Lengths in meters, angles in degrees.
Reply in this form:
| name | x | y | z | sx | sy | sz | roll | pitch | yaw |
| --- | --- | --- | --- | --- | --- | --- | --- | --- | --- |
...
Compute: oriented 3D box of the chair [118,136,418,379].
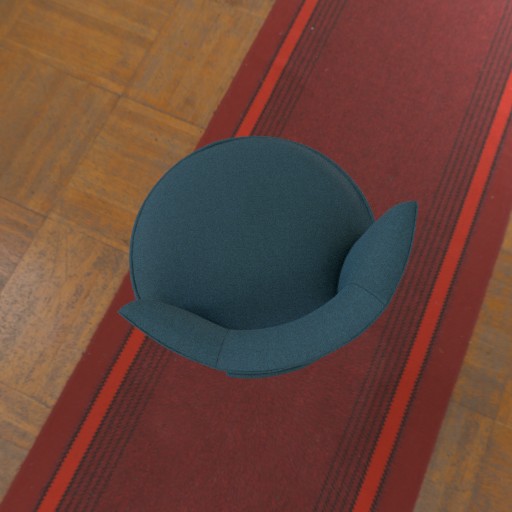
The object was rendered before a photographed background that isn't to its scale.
| name | x | y | z | sx | sy | sz | roll | pitch | yaw |
| --- | --- | --- | --- | --- | --- | --- | --- | --- | --- |
| chair | 0.000 | 0.000 | 1.240 | 0.684 | 0.711 | 0.660 | -20 | 77 | -5 |
